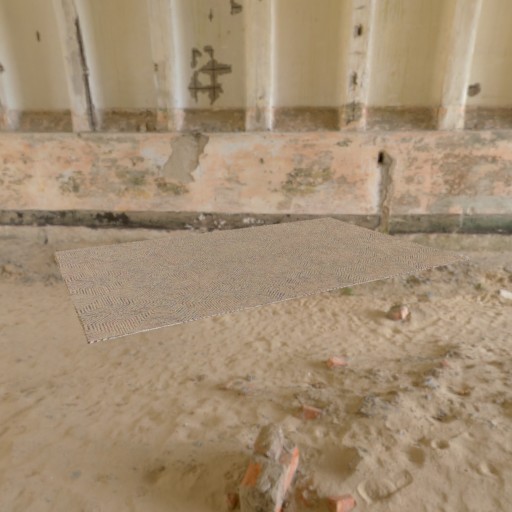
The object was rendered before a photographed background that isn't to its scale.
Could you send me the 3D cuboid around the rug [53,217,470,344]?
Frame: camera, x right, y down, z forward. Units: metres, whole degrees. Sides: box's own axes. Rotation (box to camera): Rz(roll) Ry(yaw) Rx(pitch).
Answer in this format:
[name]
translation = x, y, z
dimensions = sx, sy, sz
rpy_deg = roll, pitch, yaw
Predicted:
[rug]
translation = 0.000, 0.000, 3.041
dimensions = 2.428, 0.007, 1.519
rpy_deg = -9, 19, -27
